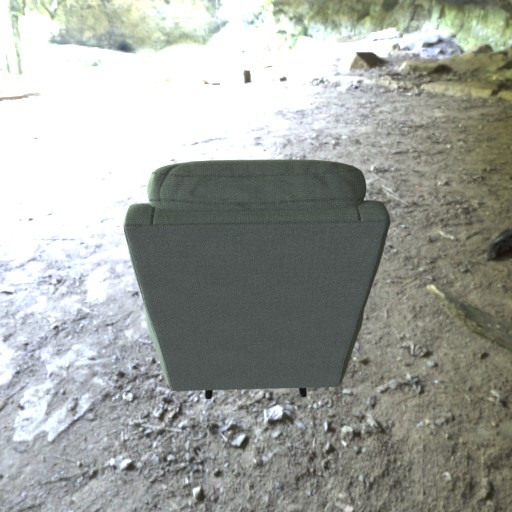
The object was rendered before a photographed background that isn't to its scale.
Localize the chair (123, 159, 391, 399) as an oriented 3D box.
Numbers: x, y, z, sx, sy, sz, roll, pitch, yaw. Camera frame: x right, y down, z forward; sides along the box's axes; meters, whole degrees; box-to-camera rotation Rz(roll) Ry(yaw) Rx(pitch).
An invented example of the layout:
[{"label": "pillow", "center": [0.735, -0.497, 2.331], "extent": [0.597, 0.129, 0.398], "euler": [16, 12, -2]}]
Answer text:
[{"label": "chair", "center": [0.000, 0.000, 1.784], "extent": [0.829, 1.030, 1.080], "euler": [-1, 30, -1]}]
